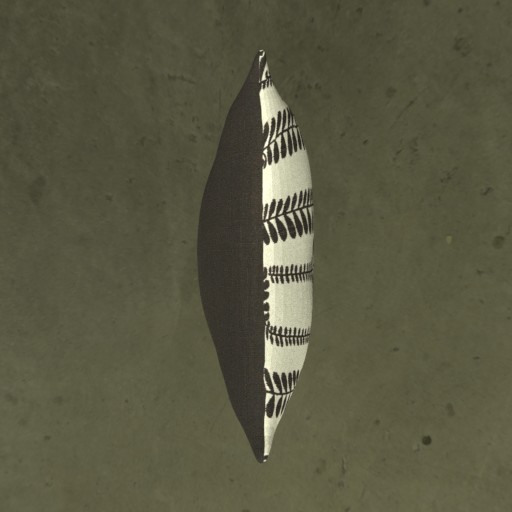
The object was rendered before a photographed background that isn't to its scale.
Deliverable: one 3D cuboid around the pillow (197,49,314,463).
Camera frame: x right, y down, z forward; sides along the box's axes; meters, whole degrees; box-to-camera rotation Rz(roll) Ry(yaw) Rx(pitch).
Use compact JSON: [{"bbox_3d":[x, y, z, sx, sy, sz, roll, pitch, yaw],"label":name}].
[{"bbox_3d":[0.000,0.000,0.670,0.182,0.441,0.440,0,92,-2],"label":"pillow"}]
